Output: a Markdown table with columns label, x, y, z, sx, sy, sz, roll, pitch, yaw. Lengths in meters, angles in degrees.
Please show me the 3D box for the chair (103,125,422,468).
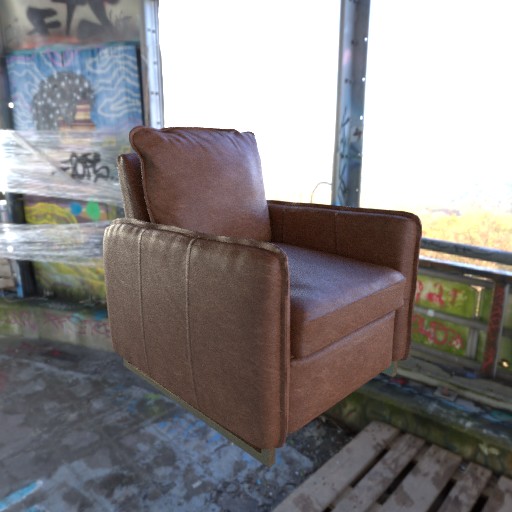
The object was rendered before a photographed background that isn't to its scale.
| label | x | y | z | sx | sy | sz | roll | pitch | yaw |
| --- | --- | --- | --- | --- | --- | --- | --- | --- | --- |
| chair | 0.000 | 0.000 | 1.621 | 0.830 | 0.922 | 0.922 | -14 | 20 | -43 |
